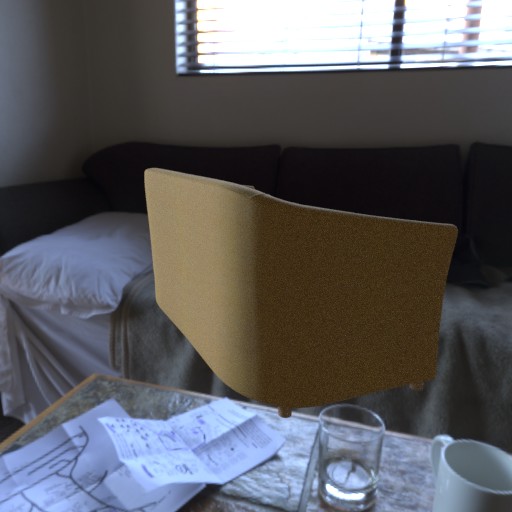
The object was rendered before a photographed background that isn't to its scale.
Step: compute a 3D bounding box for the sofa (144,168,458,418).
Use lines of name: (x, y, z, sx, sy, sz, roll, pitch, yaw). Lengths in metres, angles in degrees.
sofa: (0.000, 0.000, 1.910, 0.705, 0.721, 1.452, -7, 16, -26)
